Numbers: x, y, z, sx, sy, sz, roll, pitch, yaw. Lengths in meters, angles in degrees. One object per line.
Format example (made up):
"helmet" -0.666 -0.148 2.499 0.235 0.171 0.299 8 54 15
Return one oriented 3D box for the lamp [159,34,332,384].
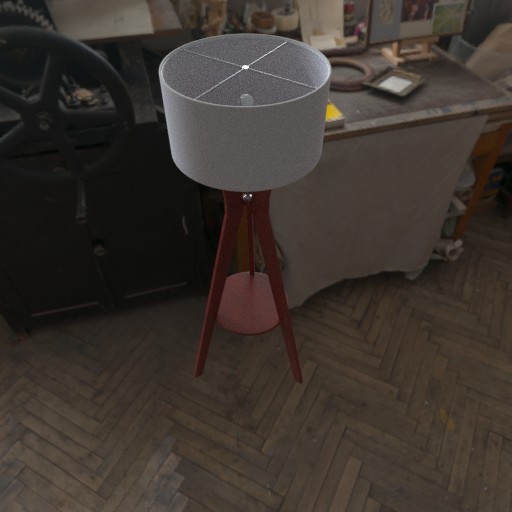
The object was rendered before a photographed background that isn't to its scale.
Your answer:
"lamp" 0.000 0.000 1.737 0.542 1.472 0.539 26 51 23
